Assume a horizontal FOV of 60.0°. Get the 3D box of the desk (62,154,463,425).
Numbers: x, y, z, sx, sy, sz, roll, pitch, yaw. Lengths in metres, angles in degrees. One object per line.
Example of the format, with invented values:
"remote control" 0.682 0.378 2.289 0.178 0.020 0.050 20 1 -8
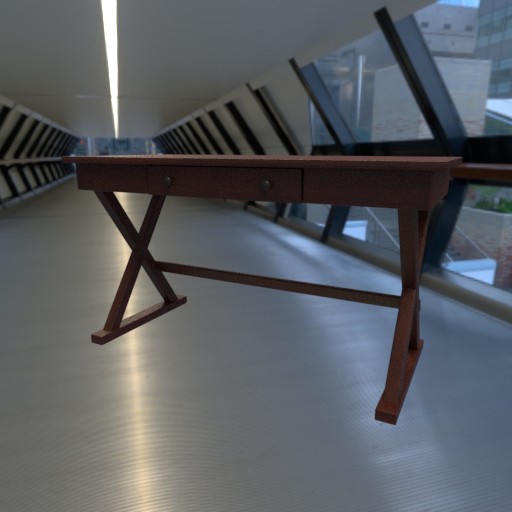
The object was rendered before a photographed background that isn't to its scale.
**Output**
"desk" 0.000 0.000 1.741 1.372 0.761 0.600 7 15 27
